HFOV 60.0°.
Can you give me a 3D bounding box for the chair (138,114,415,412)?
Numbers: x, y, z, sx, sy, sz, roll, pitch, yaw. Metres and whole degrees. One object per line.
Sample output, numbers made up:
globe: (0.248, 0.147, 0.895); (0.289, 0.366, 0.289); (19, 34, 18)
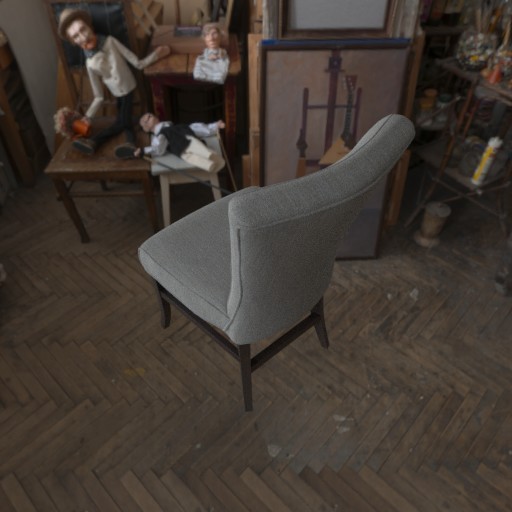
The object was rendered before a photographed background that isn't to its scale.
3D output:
chair: (0.000, 0.000, 1.385); (0.520, 0.991, 0.660); (-32, 54, -26)
